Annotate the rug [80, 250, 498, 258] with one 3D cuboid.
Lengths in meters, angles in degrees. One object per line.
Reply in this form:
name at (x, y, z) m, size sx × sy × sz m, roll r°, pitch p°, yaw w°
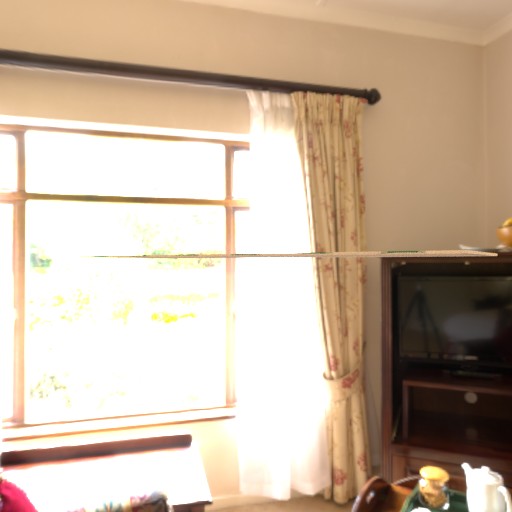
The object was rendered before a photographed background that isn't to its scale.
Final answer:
rug at (0.000, 0.000, 2.627) m, size 2.438 × 0.012 × 0.768 m, roll -1°, pitch -1°, yaw 36°
